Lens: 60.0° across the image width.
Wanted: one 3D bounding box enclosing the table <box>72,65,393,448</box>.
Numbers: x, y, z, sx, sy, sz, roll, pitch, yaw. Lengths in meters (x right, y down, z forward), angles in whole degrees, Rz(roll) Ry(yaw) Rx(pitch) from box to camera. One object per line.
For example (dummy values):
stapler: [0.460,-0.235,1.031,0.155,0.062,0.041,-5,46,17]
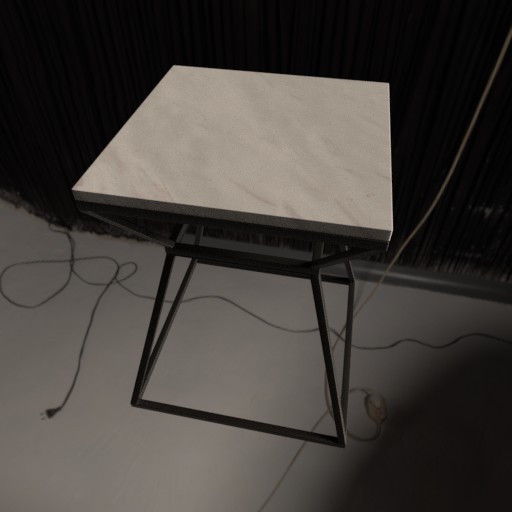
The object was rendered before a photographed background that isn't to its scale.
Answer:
table: [0.000,0.000,0.879,0.455,0.559,0.455,8,46,8]
